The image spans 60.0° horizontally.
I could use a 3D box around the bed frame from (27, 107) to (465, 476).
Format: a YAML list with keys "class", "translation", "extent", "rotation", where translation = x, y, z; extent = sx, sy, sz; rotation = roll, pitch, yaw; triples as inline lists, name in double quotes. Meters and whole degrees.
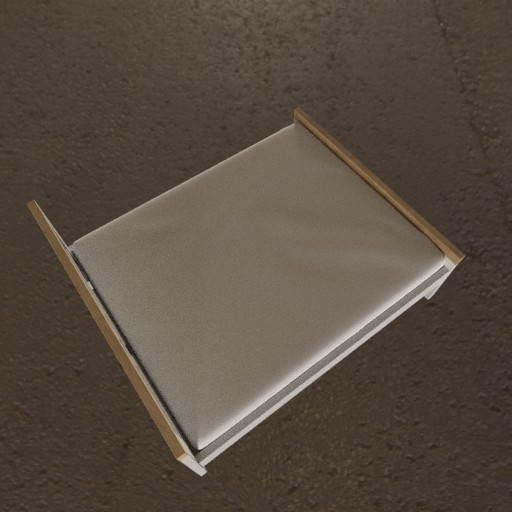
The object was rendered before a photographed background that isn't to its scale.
- class: "bed frame"
  translation: [0.000, 0.000, 2.936]
  extent: [2.050, 0.980, 1.670]
  rotation: [-32, 65, -17]
